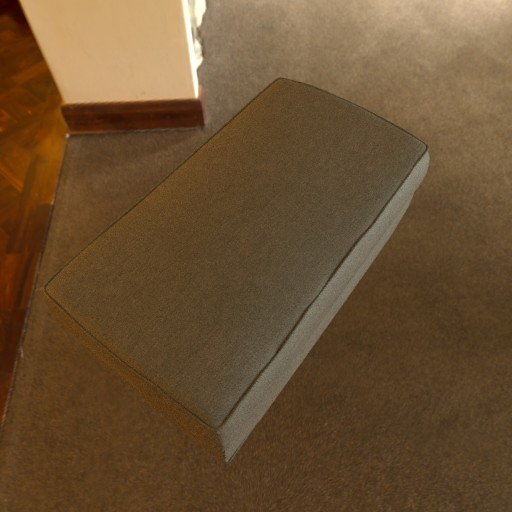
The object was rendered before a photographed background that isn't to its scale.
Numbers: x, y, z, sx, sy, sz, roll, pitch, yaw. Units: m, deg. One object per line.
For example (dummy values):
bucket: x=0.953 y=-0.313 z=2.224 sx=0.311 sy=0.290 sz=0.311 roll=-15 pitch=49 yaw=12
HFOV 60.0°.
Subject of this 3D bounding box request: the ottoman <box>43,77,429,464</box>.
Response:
ottoman: x=0.000 y=0.000 z=1.136 sx=0.490 sy=0.448 sz=0.864 roll=32 pitch=64 yaw=18
